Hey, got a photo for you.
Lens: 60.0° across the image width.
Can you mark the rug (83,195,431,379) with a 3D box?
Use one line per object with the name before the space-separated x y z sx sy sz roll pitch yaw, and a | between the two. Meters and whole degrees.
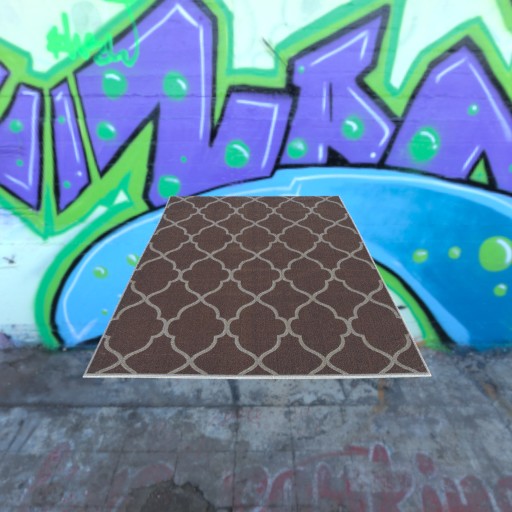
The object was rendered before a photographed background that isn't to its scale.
rug | 0.000 0.000 2.937 1.528 0.014 2.294 0 28 0
